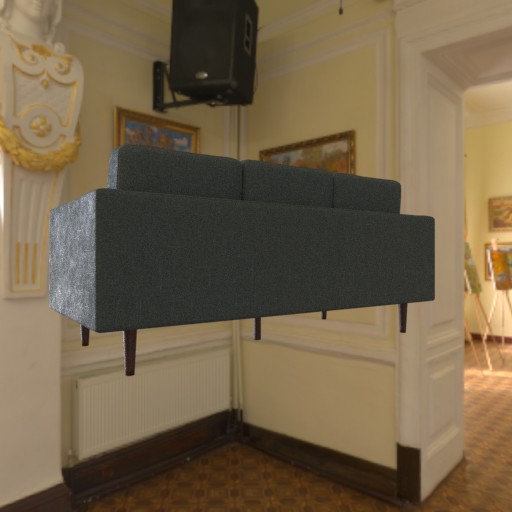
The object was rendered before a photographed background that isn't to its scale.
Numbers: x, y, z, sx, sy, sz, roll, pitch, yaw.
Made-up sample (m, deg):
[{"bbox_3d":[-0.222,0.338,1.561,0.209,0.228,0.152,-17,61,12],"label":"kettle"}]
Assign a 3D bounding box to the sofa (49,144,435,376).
[{"bbox_3d":[0.000,0.000,2.509,2.013,0.945,0.935,0,0,-35],"label":"sofa"}]
